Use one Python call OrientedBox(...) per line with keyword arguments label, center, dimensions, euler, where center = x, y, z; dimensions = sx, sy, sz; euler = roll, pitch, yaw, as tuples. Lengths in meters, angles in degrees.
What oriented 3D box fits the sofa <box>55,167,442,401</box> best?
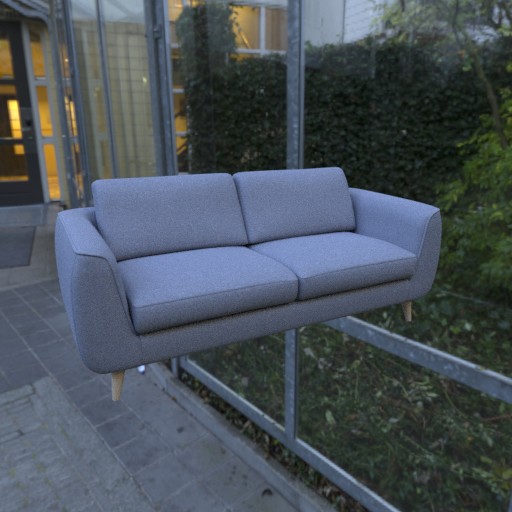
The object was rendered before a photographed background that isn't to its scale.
OrientedBox(label="sofa", center=(0.000, 0.000, 2.511), dimensions=(2.000, 0.870, 0.920), euler=(-8, 18, -27))
